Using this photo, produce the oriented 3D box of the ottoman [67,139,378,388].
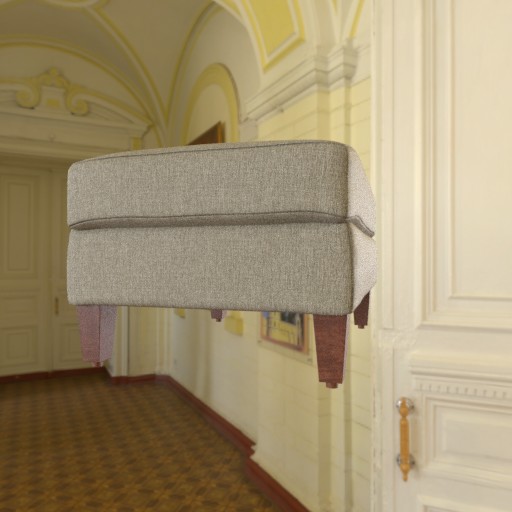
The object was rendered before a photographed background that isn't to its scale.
[{"bbox_3d":[0.000,0.000,1.253,0.639,0.494,0.873,0,0,18],"label":"ottoman"}]
